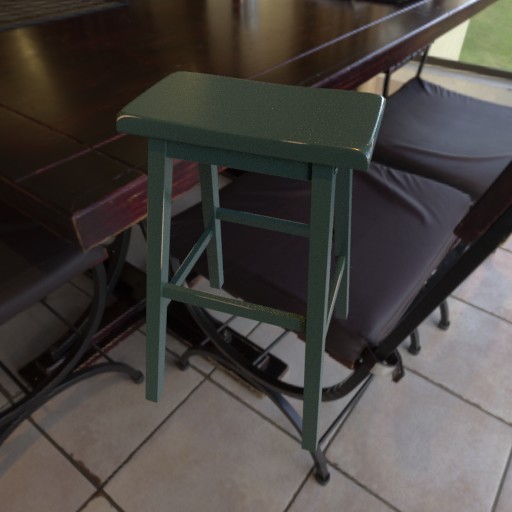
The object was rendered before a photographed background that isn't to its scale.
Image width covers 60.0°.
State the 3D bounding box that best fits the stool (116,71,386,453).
[{"bbox_3d":[0.000,0.000,1.047,0.457,0.737,0.476,12,42,14],"label":"stool"}]
